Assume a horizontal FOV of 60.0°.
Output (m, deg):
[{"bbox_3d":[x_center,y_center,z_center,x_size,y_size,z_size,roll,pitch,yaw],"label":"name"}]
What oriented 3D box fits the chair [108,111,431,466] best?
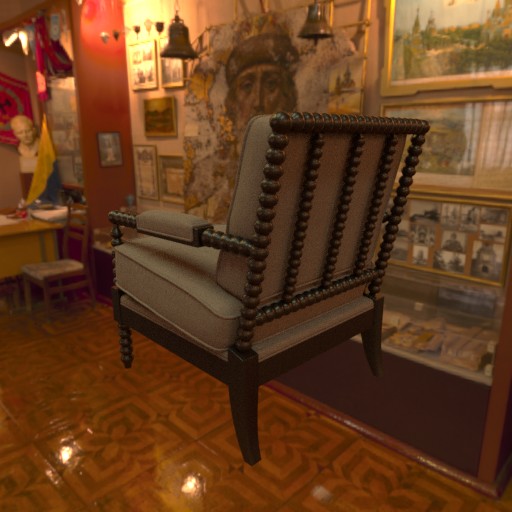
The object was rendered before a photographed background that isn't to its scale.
[{"bbox_3d":[0.000,0.000,1.114,0.540,0.661,0.622,-14,20,-42],"label":"chair"}]
